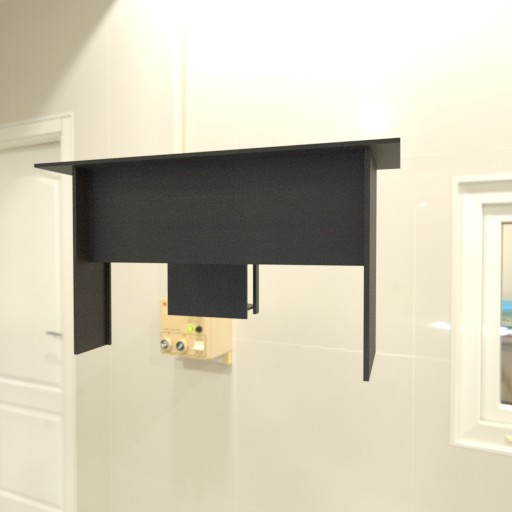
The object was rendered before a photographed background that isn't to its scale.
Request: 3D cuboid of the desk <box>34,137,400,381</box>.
[{"bbox_3d":[0.000,0.000,2.112,1.303,0.716,1.361,0,1,18],"label":"desk"}]
